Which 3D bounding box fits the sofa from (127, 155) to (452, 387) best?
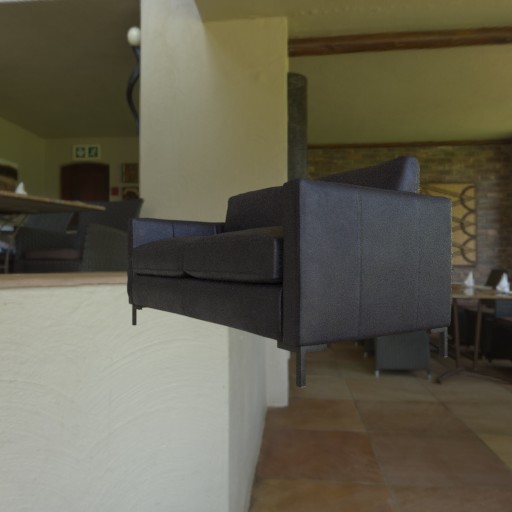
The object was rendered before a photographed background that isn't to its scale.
[{"bbox_3d":[0.000,0.000,2.392,0.947,0.883,1.805,0,-1,-36],"label":"sofa"}]
